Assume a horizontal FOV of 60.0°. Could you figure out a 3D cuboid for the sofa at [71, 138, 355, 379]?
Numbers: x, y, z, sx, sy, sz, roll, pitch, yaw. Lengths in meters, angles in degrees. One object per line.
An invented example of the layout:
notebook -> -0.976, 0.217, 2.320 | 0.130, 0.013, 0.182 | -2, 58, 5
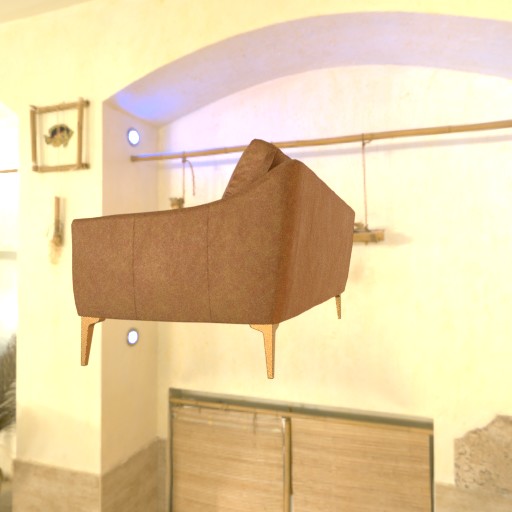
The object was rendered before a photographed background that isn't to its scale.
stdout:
sofa -> 0.000, 0.000, 2.652 | 0.981, 0.945, 2.036 | 0, -1, 19
